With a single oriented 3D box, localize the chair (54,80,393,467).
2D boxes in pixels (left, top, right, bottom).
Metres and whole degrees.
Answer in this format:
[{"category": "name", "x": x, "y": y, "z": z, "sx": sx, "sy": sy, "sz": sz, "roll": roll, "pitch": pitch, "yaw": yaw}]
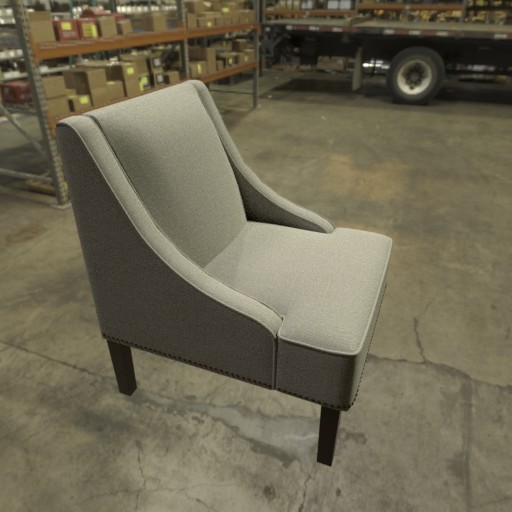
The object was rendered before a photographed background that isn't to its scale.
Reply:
[{"category": "chair", "x": 0.000, "y": 0.000, "z": 1.330, "sx": 0.748, "sy": 0.872, "sz": 0.628, "roll": 12, "pitch": 32, "yaw": 19}]
